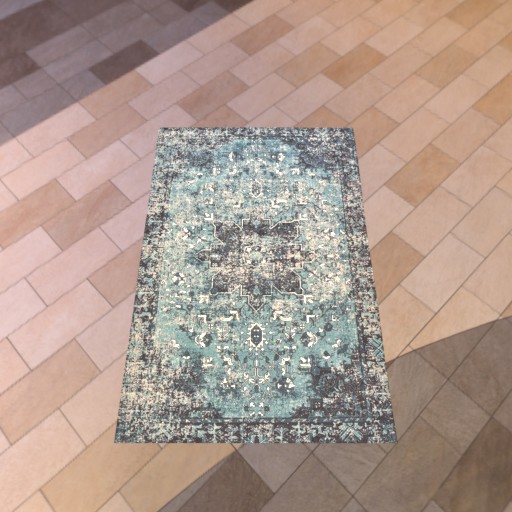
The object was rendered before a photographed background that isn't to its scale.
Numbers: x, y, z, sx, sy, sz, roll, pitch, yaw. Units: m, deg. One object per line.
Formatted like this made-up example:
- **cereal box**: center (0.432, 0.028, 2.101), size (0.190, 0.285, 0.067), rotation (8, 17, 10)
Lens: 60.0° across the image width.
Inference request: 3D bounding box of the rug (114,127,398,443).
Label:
- **rug**: center (0.000, 0.000, 2.339), size (1.219, 0.005, 1.828), rotation (0, 62, 0)
